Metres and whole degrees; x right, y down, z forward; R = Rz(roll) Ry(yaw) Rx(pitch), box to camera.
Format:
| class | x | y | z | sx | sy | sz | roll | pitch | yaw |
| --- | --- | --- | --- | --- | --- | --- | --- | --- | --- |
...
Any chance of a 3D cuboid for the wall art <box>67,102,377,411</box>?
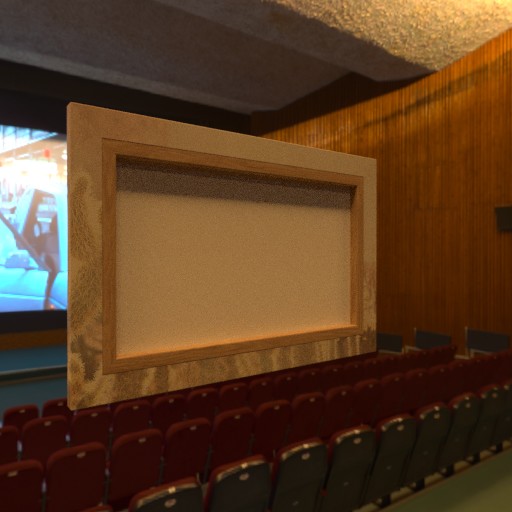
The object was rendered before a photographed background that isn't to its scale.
| class | x | y | z | sx | sy | sz | roll | pitch | yaw |
| --- | --- | --- | --- | --- | --- | --- | --- | --- | --- |
| wall art | 0.000 | 0.000 | 1.433 | 1.142 | 0.758 | 0.041 | 0 | 0 | -36 |
